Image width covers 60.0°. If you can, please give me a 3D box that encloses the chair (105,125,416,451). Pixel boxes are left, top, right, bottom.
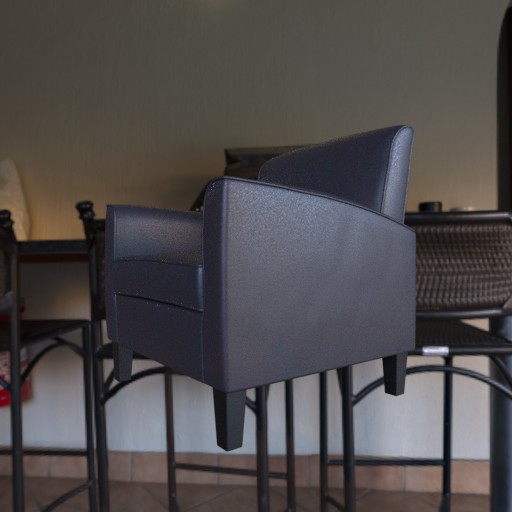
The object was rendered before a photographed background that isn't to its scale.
[{"bbox_3d":[0.000,0.000,1.564,0.819,0.916,0.820,0,1,-37],"label":"chair"}]
